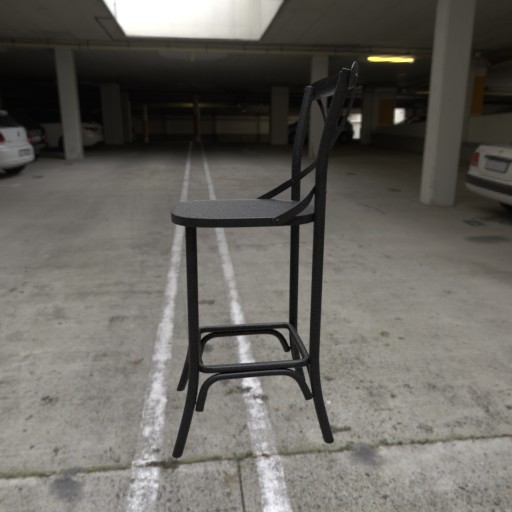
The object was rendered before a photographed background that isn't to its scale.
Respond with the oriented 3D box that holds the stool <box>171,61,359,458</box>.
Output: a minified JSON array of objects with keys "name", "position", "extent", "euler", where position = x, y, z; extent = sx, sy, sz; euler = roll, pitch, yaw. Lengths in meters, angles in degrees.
[{"name":"stool","position":[0.000,0.000,1.471],"extent":[0.584,1.168,0.457],"euler":[-2,14,-7]}]
